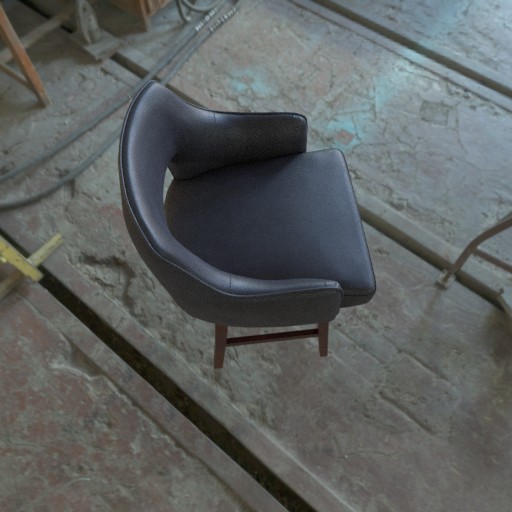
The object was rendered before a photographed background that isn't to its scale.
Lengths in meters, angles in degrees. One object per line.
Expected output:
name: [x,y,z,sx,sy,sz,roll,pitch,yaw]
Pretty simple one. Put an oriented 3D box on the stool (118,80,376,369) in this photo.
stool: [0.000,0.000,1.340,0.560,1.041,0.550,-6,64,-3]
